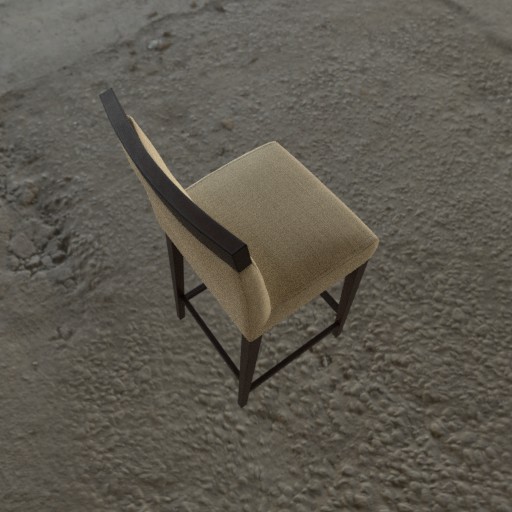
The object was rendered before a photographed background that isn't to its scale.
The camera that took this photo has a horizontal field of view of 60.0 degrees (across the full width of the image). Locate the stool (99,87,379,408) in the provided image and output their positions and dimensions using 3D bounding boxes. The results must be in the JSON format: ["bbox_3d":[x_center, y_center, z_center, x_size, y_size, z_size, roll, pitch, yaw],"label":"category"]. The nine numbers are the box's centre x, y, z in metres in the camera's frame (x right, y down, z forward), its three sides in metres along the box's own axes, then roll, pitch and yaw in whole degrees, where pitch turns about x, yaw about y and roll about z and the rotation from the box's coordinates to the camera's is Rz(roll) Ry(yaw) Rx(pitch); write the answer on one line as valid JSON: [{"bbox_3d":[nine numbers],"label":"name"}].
[{"bbox_3d":[0.000,0.000,1.390,0.531,1.117,0.511,-32,63,-18],"label":"stool"}]
